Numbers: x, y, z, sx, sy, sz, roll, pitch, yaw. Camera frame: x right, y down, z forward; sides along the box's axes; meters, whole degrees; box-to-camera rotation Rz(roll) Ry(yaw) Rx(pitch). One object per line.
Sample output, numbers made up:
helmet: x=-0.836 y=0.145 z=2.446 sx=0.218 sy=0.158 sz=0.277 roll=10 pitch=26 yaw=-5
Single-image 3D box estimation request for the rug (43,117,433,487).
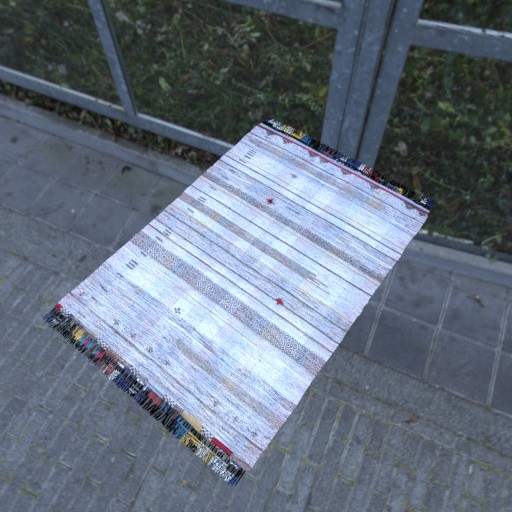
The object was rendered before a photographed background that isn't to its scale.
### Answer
rug: x=0.000 y=0.000 z=2.329 sx=1.217 sy=0.012 sz=1.848 roll=33 pitch=64 yaw=19
